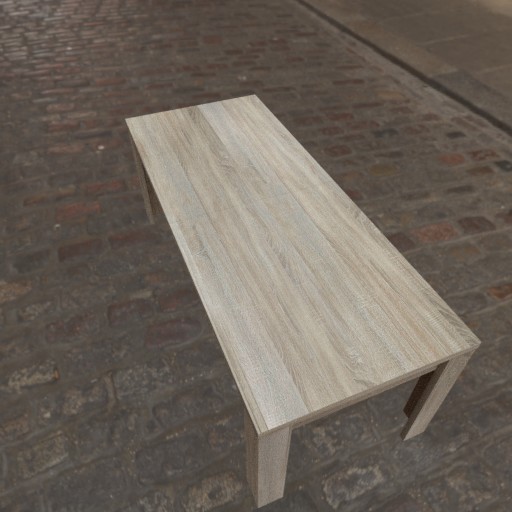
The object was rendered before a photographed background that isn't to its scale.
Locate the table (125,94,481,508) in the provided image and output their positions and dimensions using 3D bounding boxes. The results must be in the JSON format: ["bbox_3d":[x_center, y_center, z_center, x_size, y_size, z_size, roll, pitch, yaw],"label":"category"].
[{"bbox_3d":[0.000,0.000,2.520,0.900,0.790,2.200,-16,47,-16],"label":"table"}]
